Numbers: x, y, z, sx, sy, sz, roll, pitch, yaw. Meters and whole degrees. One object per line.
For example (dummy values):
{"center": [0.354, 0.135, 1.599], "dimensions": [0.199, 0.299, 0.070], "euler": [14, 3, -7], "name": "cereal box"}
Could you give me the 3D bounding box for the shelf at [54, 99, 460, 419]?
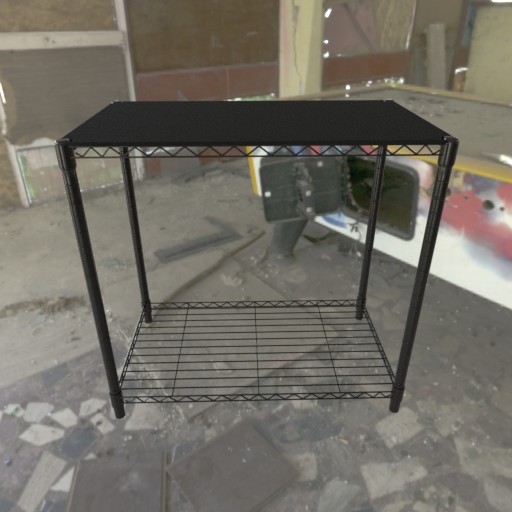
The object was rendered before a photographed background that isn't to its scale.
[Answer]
{"center": [0.000, 0.000, 0.916], "dimensions": [0.589, 0.564, 0.338], "euler": [-1, 29, -1], "name": "shelf"}
